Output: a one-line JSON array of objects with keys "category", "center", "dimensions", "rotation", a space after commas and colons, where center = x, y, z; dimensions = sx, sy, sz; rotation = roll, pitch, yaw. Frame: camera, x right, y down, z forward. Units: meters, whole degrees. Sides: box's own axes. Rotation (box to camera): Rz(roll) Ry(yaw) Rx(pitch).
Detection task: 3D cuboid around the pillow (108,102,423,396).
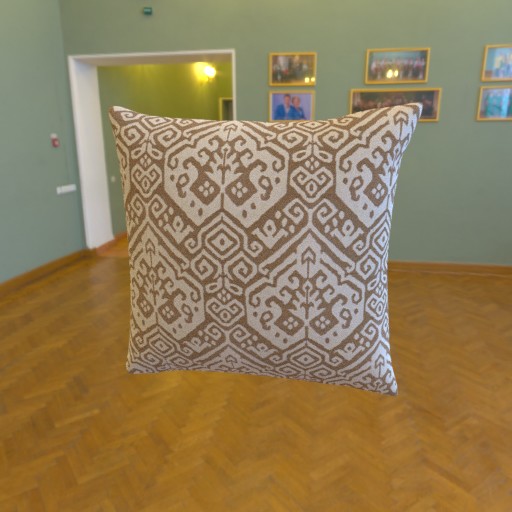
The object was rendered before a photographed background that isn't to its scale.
[{"category": "pillow", "center": [0.000, 0.000, 0.627], "dimensions": [0.419, 0.407, 0.173], "rotation": [2, 15, 8]}]
